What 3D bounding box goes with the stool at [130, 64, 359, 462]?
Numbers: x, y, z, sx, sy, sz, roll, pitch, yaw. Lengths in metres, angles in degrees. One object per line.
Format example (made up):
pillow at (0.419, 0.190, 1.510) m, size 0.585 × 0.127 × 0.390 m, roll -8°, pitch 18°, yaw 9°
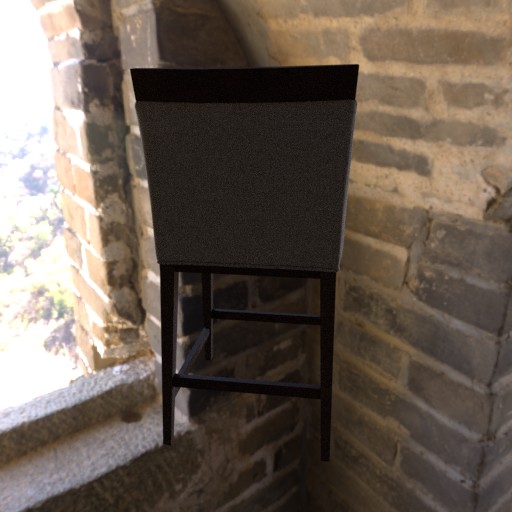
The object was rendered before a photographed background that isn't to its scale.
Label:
stool at (0.000, 0.000, 1.329) m, size 0.512 × 1.009 × 0.531 m, roll 2°, pitch 17°, yaw 8°
